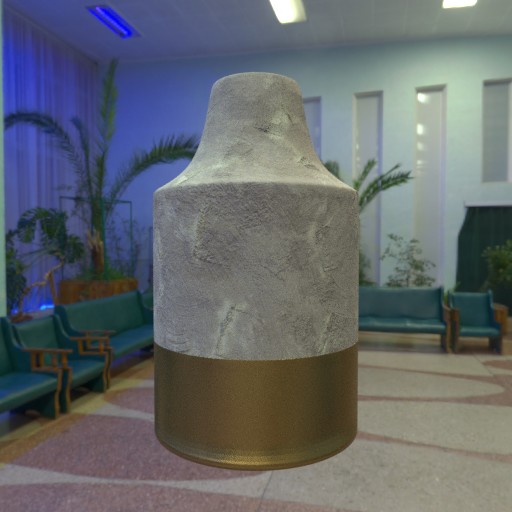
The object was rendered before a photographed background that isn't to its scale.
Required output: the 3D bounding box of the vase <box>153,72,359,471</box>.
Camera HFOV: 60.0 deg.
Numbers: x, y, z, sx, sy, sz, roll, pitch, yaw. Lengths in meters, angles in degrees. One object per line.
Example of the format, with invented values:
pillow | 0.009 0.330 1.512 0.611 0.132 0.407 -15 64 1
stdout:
vase | 0.000 0.000 0.407 0.184 0.305 0.184 0 2 0
